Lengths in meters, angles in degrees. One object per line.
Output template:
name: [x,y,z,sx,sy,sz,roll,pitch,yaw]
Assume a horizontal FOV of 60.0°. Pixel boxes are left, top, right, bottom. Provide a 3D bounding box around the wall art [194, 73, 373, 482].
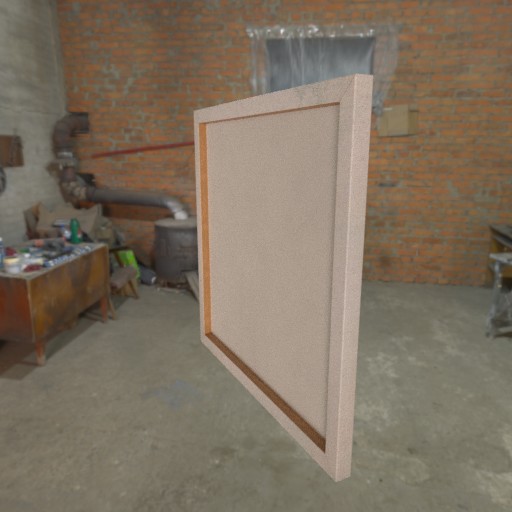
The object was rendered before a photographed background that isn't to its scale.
wall art: [0.000,0.000,1.130,0.038,0.762,0.762,-7,15,-27]
